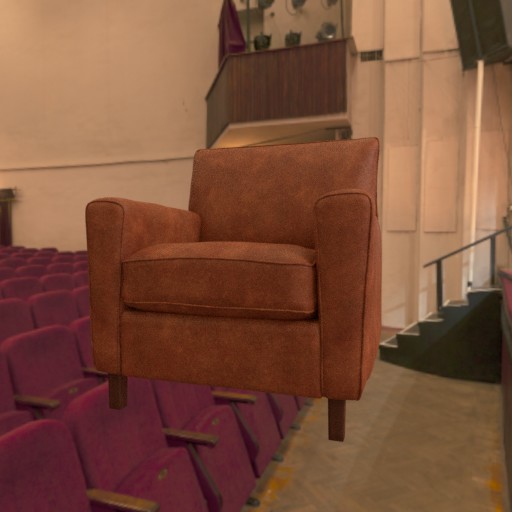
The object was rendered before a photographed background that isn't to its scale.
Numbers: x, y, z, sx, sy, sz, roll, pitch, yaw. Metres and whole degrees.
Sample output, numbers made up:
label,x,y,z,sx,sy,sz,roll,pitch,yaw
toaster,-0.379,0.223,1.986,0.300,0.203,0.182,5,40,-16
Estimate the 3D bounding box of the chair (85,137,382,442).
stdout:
label,x,y,z,sx,sy,sz,roll,pitch,yaw
chair,0.000,0.000,1.592,0.870,0.943,0.823,1,2,19
